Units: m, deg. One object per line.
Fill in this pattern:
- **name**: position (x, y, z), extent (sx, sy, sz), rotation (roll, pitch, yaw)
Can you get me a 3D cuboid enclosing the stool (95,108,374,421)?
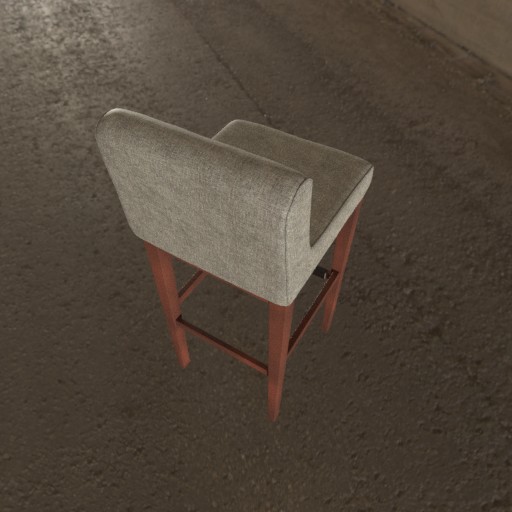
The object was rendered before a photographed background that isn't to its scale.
- **stool**: position (0.000, 0.000, 1.231), extent (0.426, 0.965, 0.499), rotation (24, 52, 21)
